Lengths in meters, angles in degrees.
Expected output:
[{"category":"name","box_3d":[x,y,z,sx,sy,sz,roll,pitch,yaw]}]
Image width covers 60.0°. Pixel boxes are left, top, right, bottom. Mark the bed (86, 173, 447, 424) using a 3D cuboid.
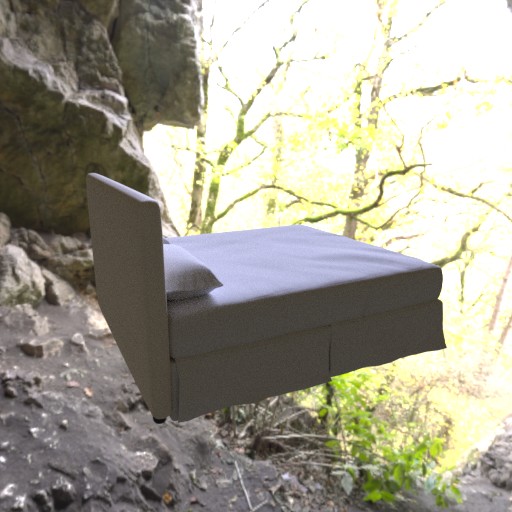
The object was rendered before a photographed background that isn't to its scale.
[{"category":"bed","box_3d":[0.000,0.000,3.688,2.341,1.317,2.119,-8,17,-26]}]
